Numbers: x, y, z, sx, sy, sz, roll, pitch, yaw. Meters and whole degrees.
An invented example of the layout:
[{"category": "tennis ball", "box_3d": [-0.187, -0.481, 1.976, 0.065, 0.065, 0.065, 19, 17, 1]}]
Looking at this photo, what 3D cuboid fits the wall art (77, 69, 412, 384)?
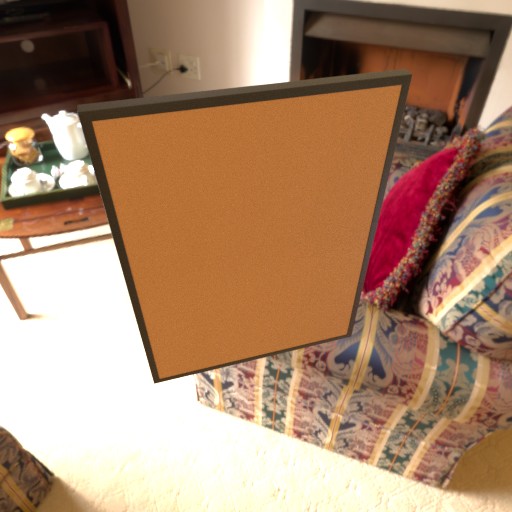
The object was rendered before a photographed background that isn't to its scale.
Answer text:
[{"category": "wall art", "box_3d": [0.000, 0.000, 1.397, 0.804, 1.061, 0.039, -11, 43, -12]}]
